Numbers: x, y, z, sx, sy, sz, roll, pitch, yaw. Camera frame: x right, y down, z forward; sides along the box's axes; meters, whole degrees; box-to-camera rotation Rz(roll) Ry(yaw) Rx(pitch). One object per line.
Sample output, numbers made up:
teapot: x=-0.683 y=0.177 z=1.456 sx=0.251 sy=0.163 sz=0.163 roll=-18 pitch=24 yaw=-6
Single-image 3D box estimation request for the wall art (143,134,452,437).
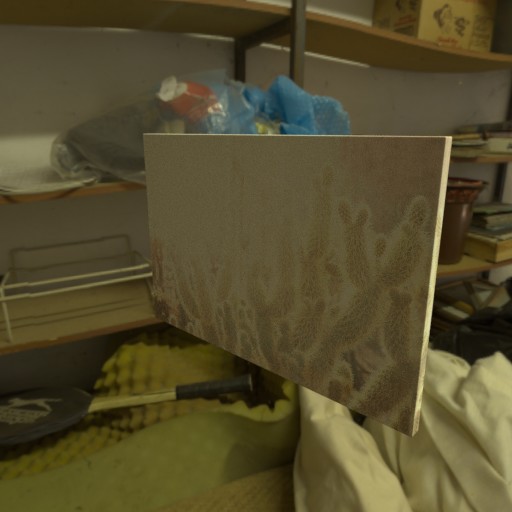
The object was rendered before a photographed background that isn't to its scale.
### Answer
wall art: x=0.000 y=0.000 z=1.438 sx=1.142 sy=0.758 sz=0.041 roll=14 pitch=21 yaw=41
